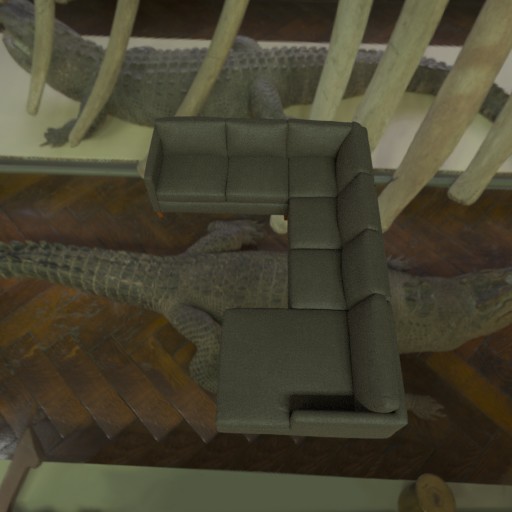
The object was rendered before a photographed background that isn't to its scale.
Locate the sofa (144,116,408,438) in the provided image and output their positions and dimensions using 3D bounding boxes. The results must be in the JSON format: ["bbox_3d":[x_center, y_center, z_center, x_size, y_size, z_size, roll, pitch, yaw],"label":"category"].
[{"bbox_3d":[0.000,0.000,4.674,2.594,0.961,3.460,2,58,1],"label":"sofa"}]
